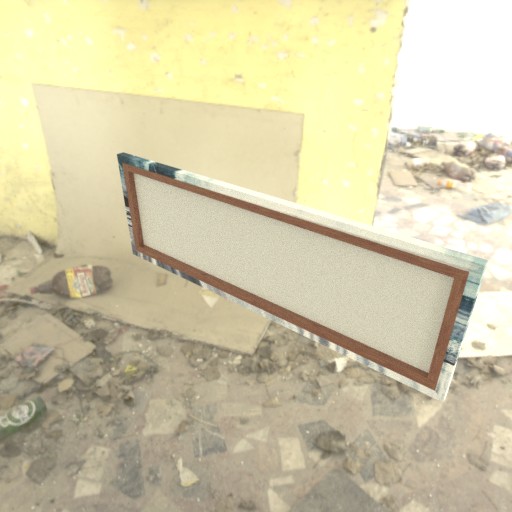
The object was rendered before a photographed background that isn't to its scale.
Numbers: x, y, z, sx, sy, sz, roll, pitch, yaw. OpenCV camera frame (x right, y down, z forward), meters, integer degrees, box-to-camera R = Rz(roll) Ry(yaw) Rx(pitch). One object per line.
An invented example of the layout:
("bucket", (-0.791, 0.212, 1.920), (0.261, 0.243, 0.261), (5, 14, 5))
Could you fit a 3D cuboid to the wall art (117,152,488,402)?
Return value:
("wall art", (0.000, 0.000, 1.687), (1.524, 0.509, 0.037), (21, 37, 32))
